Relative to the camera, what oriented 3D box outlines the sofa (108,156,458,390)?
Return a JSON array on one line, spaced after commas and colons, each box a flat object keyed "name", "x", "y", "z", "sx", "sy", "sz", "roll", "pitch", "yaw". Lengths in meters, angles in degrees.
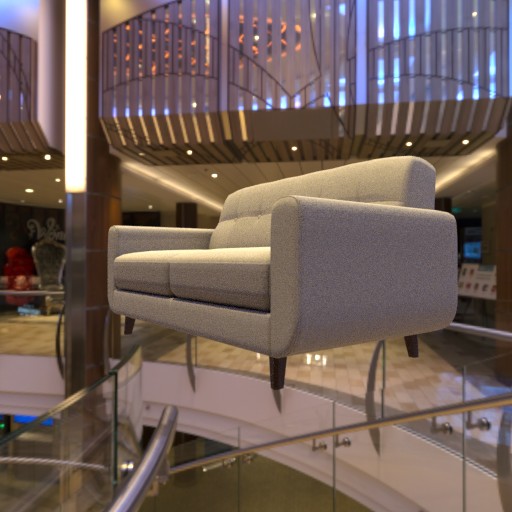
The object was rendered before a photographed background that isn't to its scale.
[{"name": "sofa", "x": 0.000, "y": 0.000, "z": 2.248, "sx": 0.980, "sy": 0.892, "sz": 1.655, "roll": 0, "pitch": -1, "yaw": -37}]
